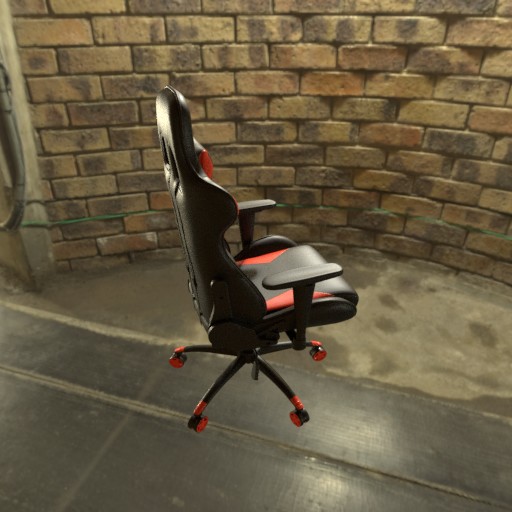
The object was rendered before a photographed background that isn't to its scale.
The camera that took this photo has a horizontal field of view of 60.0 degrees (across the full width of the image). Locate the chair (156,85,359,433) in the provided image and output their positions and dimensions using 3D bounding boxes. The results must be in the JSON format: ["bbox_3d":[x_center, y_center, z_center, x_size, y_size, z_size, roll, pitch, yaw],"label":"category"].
[{"bbox_3d":[0.000,0.000,1.735,0.730,1.282,0.695,-11,32,-18],"label":"chair"}]
